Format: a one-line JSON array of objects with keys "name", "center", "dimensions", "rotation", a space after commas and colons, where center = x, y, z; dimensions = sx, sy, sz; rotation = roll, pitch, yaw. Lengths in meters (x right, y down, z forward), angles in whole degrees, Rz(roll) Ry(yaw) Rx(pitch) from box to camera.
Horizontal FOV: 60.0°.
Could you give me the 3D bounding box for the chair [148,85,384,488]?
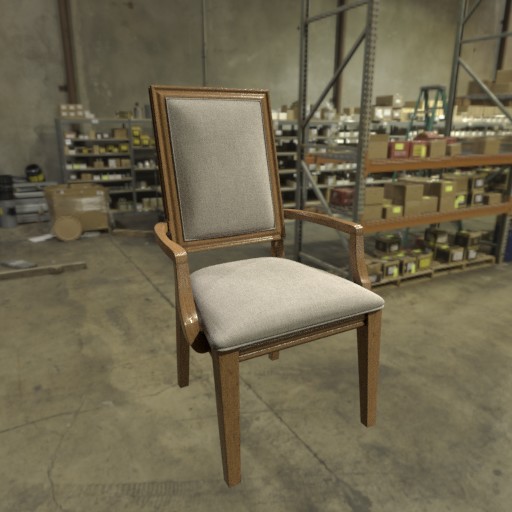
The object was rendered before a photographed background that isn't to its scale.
[{"name": "chair", "center": [0.000, 0.000, 1.342], "dimensions": [0.606, 0.990, 0.602], "rotation": [-9, 19, -28]}]
